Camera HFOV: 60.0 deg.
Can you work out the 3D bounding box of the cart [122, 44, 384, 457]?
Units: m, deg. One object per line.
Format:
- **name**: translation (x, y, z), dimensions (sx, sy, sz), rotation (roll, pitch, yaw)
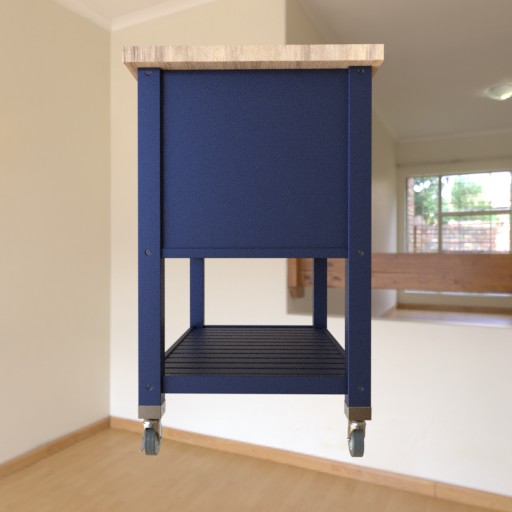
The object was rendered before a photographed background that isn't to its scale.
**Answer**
- **cart**: translation (0.000, 0.000, 1.362), dimensions (0.567, 0.920, 0.797), rotation (0, 0, 1)
